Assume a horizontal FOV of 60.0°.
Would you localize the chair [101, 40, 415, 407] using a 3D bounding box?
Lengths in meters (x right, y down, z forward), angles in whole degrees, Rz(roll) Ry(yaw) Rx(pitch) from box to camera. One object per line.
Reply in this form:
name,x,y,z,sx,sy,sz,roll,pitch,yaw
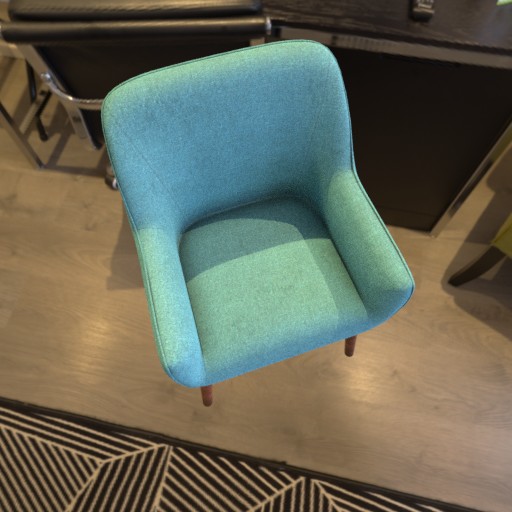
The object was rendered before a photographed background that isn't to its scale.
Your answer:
chair,0.000,0.000,1.113,0.543,0.803,0.519,-17,65,-8
